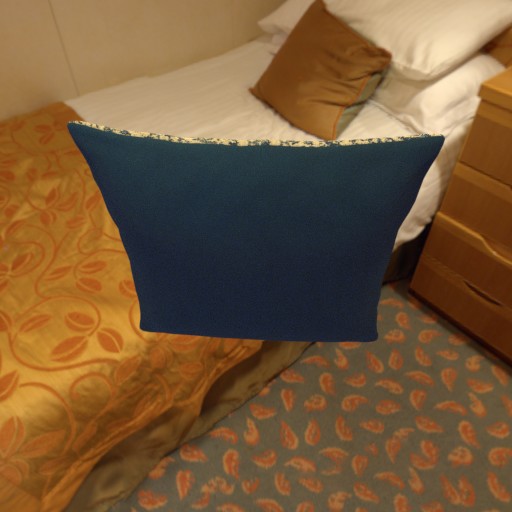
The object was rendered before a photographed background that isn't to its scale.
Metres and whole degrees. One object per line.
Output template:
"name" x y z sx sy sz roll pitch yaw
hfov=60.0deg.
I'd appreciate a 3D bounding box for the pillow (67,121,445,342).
"pillow" 0.000 0.000 0.787 0.523 0.510 0.166 3 46 2
